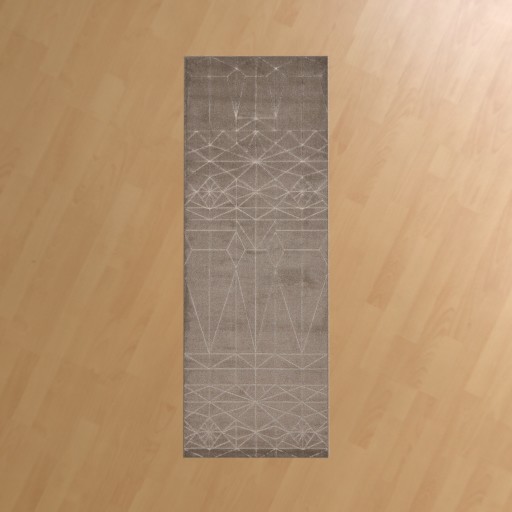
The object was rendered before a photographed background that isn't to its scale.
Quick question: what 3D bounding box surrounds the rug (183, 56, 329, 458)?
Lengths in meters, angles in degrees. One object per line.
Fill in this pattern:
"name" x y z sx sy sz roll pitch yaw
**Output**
"rug" 0.000 0.000 2.632 0.864 0.012 2.388 0 89 0
